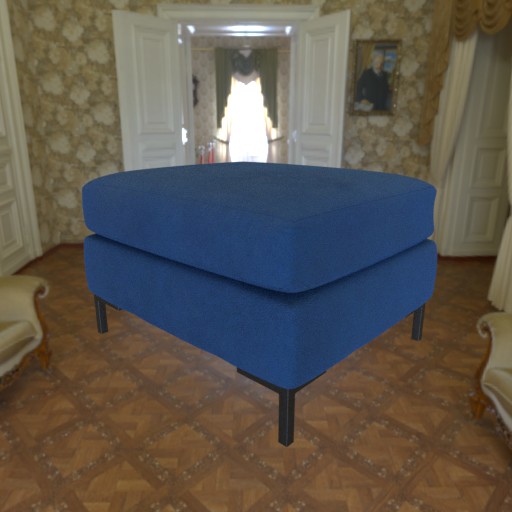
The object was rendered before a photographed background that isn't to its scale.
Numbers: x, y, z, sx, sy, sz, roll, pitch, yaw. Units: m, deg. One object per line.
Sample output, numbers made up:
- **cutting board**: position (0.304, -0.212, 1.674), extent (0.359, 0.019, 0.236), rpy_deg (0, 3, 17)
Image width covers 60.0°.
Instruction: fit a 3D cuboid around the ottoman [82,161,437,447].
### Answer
- **ottoman**: position (0.000, 0.000, 1.240), extent (0.794, 0.485, 0.655), rpy_deg (15, 22, 41)
